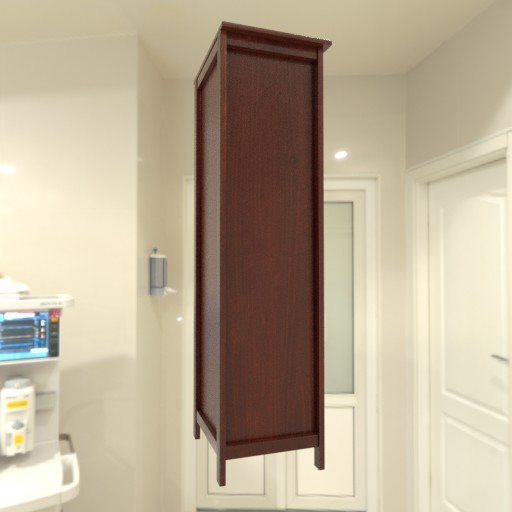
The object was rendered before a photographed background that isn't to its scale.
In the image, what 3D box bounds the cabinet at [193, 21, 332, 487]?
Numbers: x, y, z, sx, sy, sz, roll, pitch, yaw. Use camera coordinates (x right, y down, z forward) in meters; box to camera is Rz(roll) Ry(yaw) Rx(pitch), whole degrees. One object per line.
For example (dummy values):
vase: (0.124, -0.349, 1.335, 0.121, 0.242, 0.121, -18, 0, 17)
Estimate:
cabinet: (0.000, 0.000, 1.726, 0.401, 1.518, 0.500, 0, -1, -19)
